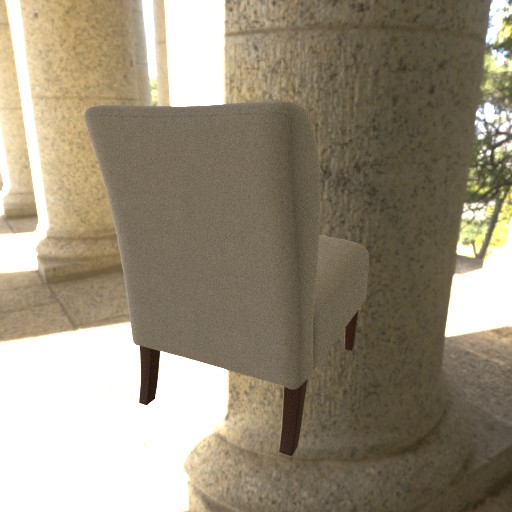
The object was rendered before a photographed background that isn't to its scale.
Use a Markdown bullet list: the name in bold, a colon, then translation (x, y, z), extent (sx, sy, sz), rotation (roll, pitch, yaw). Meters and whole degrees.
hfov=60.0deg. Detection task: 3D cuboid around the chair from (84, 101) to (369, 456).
- **chair**: translation (0.000, 0.000, 1.317), extent (0.521, 0.833, 0.754), rotation (8, 18, 26)
